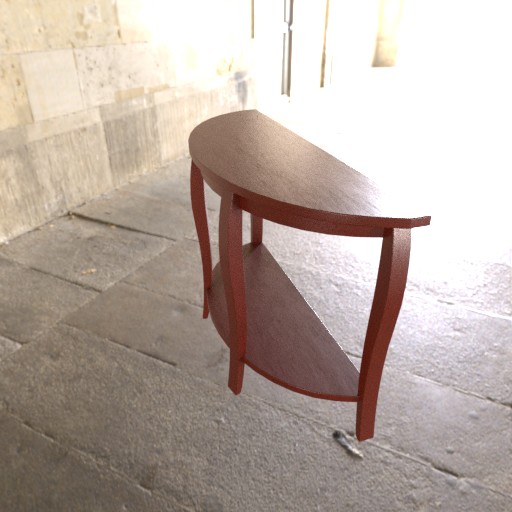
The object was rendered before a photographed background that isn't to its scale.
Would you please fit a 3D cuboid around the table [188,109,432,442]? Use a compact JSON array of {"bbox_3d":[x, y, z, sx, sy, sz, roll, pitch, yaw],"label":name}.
[{"bbox_3d":[0.000,0.000,1.604,0.405,0.779,1.219,-9,31,-16],"label":"table"}]
